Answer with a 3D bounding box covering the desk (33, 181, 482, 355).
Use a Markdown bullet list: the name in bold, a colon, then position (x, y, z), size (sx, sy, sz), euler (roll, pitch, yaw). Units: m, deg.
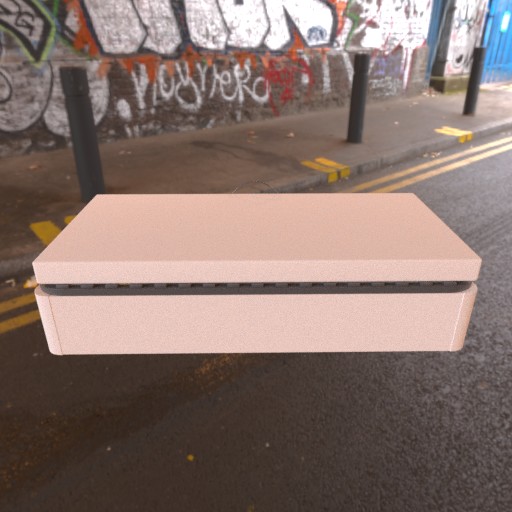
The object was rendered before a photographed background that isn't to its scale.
- **desk**: position (0.000, 0.000, 2.272), size (1.900, 0.526, 0.900), euler (0, 27, -1)
